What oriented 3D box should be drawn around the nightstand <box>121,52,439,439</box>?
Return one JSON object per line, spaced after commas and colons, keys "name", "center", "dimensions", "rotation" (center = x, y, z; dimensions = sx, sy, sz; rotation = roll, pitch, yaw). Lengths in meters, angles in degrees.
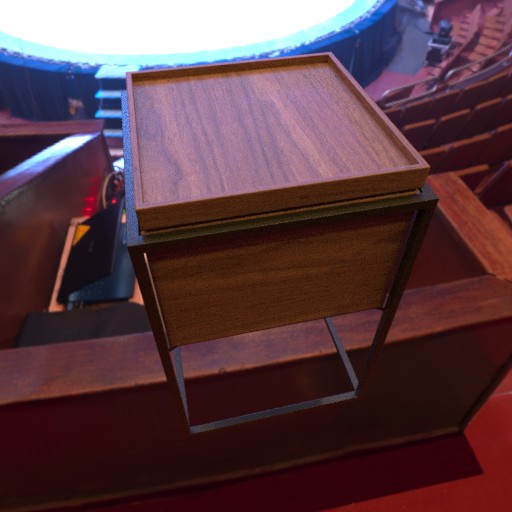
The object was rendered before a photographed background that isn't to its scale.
{"name": "nightstand", "center": [0.000, 0.000, 0.867], "dimensions": [0.397, 0.607, 0.397], "rotation": [-9, 47, -9]}
